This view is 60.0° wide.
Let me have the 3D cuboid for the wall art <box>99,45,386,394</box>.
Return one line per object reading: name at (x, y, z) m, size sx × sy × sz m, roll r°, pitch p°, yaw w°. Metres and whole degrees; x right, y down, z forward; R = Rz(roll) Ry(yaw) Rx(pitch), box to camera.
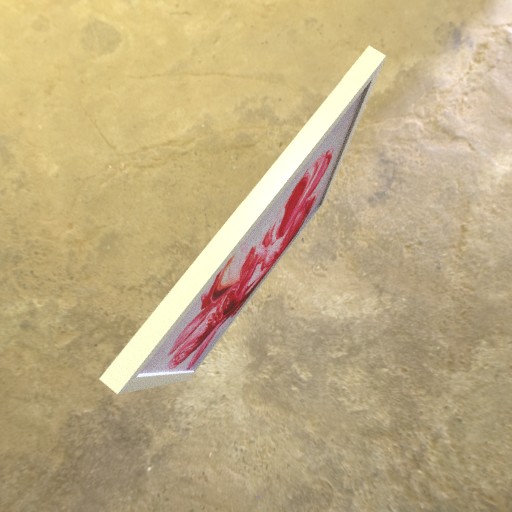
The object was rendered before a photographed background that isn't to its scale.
wall art at (0.000, 0.000, 0.674) m, size 0.023 × 0.453 × 0.455 m, roll 36°, pitch 79°, yaw 8°
